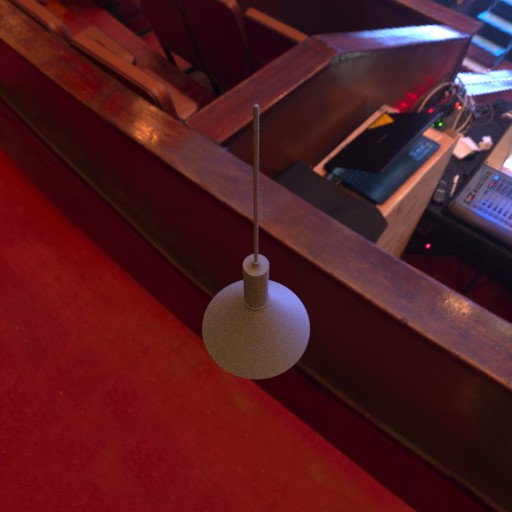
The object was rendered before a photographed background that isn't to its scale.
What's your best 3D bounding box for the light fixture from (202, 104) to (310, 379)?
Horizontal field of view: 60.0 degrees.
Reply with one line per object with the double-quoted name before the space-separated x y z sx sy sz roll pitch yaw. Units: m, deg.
"light fixture" 0.000 0.000 0.820 0.267 0.683 0.267 31 63 18
